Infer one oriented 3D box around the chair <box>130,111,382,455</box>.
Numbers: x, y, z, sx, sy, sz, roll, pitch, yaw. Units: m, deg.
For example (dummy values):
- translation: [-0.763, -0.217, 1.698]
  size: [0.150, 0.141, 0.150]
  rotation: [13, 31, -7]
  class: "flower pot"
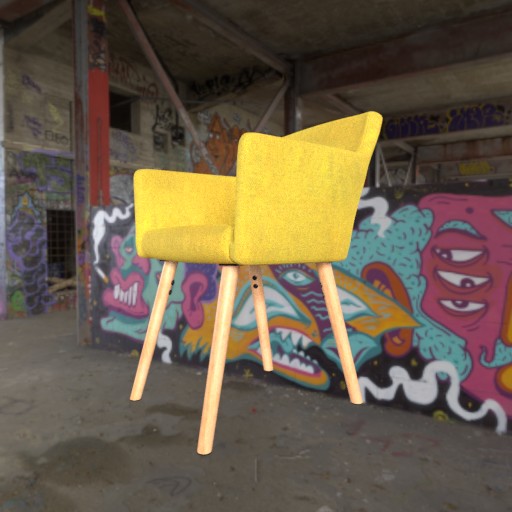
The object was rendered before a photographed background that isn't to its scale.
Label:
- translation: [0.000, 0.000, 1.201]
  size: [0.570, 0.780, 0.570]
  rotation: [-1, 2, -37]
  class: "chair"
